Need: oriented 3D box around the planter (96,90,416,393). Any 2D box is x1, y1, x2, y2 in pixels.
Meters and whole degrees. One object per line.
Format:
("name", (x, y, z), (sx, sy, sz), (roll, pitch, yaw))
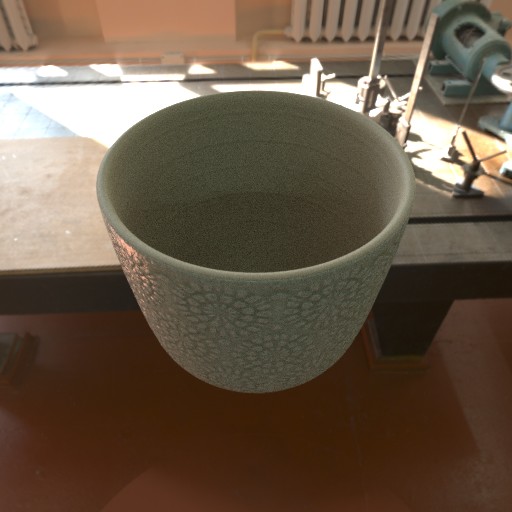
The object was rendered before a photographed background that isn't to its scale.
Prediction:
("planter", (0.000, 0.000, 0.215), (0.124, 0.109, 0.124), (0, 46, 0))
